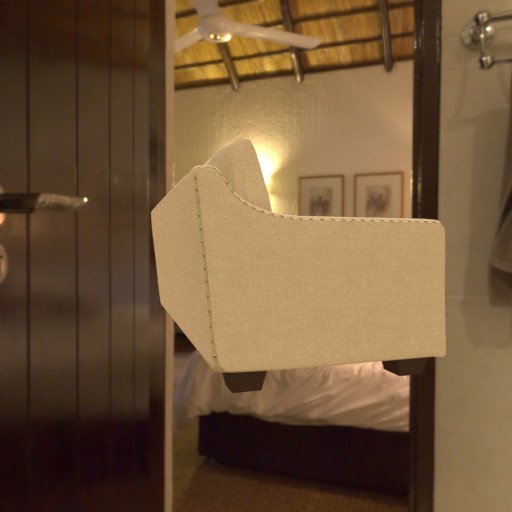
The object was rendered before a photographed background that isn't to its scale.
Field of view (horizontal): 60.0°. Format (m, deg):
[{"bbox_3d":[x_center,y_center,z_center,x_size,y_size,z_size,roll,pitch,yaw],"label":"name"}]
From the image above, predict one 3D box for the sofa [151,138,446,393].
[{"bbox_3d":[0.000,0.000,2.705,1.104,0.983,2.107,0,1,-17],"label":"sofa"}]
